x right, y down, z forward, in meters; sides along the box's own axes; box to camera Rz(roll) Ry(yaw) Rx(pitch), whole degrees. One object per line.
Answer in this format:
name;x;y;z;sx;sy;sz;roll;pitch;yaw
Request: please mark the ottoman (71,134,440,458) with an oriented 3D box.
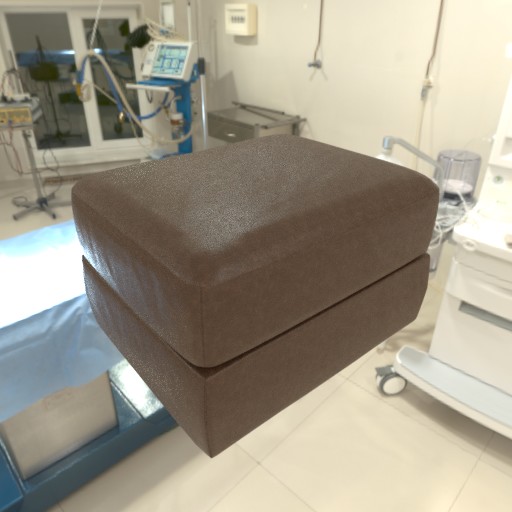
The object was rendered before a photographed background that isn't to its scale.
ottoman;0.000;0.000;1.158;0.751;0.476;0.603;-22;36;-33
